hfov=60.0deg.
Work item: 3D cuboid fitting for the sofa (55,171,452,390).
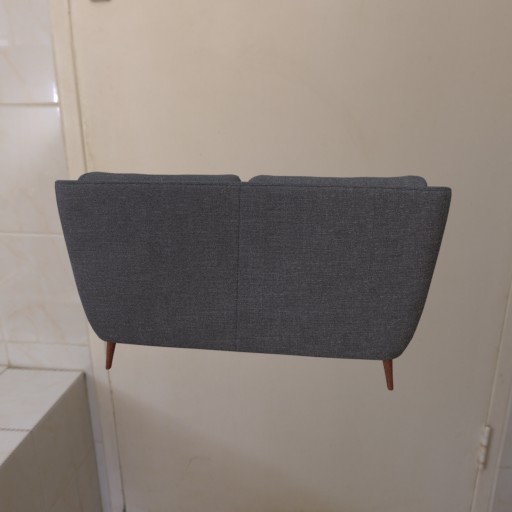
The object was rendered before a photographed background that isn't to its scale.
[{"bbox_3d":[0.000,0.000,2.220,1.646,0.887,0.976,2,17,7],"label":"sofa"}]
